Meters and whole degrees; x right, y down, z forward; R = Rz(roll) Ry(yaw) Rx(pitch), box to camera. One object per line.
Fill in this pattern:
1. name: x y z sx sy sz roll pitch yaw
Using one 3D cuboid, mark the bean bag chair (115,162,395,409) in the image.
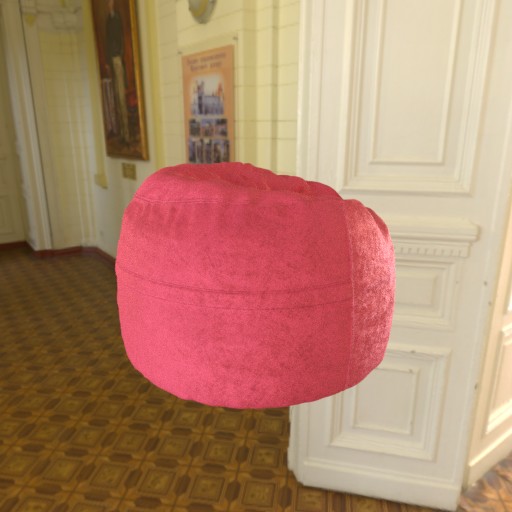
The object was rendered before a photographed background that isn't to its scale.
1. bean bag chair: 0.000 0.000 1.990 1.218 0.788 1.218 0 17 0
